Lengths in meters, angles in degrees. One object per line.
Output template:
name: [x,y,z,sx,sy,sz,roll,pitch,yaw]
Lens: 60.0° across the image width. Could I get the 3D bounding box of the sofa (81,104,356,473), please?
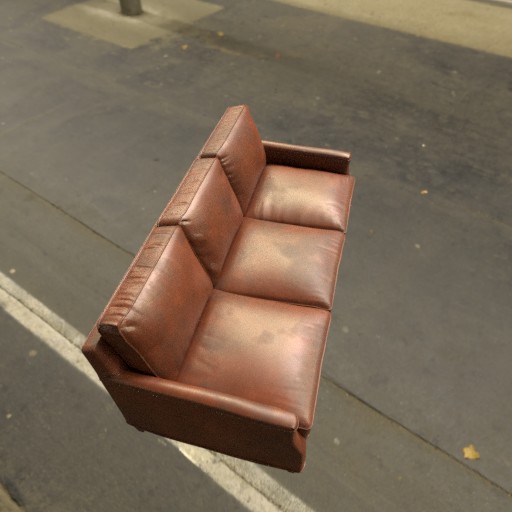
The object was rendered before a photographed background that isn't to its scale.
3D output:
sofa: [0.000,0.000,2.850,1.084,1.003,2.240,11,48,10]
